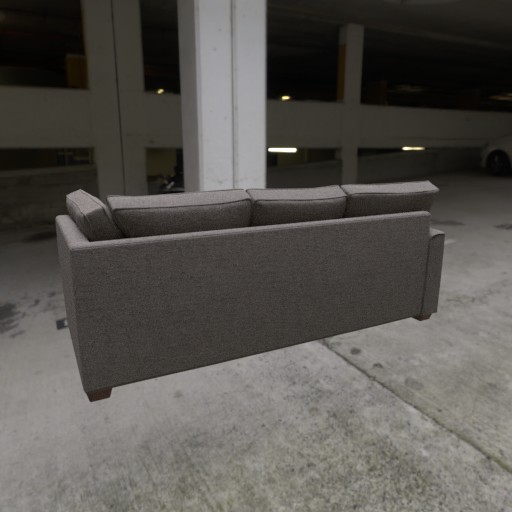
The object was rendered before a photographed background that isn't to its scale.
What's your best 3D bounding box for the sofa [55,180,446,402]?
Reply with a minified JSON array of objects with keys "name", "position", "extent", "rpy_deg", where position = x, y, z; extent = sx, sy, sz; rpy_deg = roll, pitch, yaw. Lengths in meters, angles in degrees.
[{"name":"sofa","position":[0.000,0.000,2.907],"extent":[2.317,0.962,1.061],"rpy_deg":[-7,16,-26]}]
